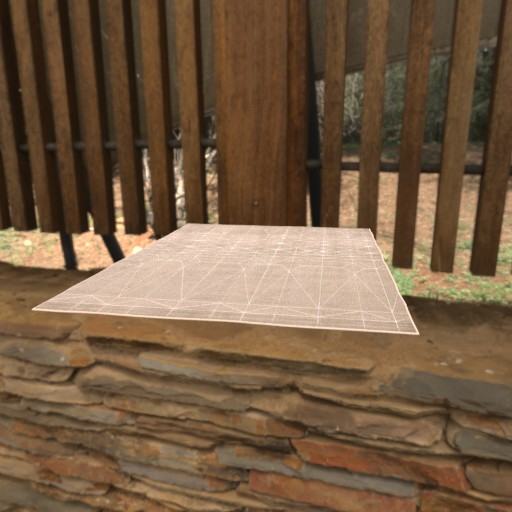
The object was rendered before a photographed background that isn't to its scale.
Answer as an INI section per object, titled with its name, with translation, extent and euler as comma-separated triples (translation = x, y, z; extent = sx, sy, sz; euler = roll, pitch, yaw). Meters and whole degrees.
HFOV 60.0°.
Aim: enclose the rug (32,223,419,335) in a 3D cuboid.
[rug]
translation = 0.000, 0.000, 4.320
extent = 2.449, 0.019, 3.357
euler = 2, 14, 9
